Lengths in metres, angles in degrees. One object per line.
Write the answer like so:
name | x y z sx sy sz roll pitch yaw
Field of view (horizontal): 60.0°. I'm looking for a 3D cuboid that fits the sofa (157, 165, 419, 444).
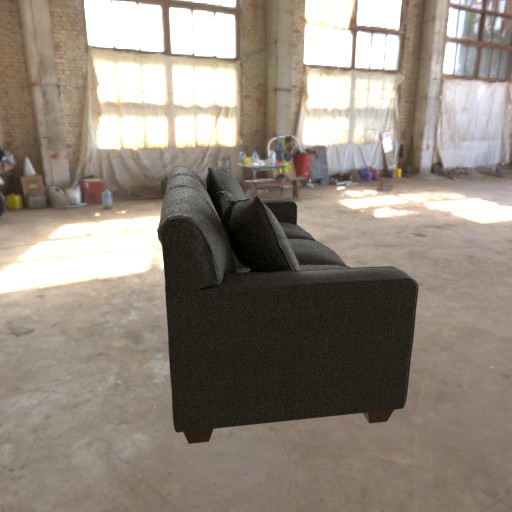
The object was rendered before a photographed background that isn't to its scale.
sofa | 0.000 0.000 2.595 0.997 0.958 2.024 -3 16 -9
